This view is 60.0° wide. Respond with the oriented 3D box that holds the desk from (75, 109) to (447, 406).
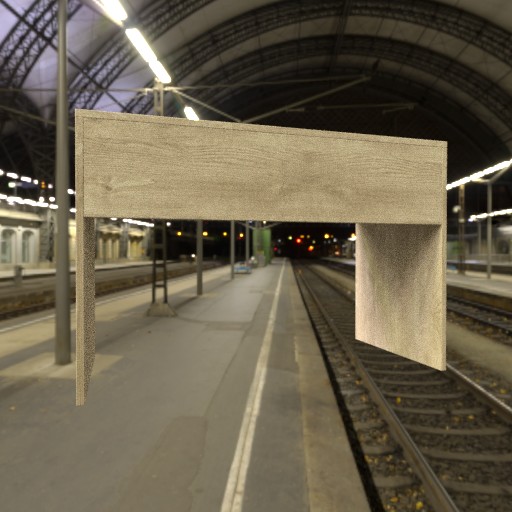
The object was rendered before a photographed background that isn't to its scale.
[{"bbox_3d":[0.000,0.000,1.519,1.100,0.730,0.560,0,1,-17],"label":"desk"}]
